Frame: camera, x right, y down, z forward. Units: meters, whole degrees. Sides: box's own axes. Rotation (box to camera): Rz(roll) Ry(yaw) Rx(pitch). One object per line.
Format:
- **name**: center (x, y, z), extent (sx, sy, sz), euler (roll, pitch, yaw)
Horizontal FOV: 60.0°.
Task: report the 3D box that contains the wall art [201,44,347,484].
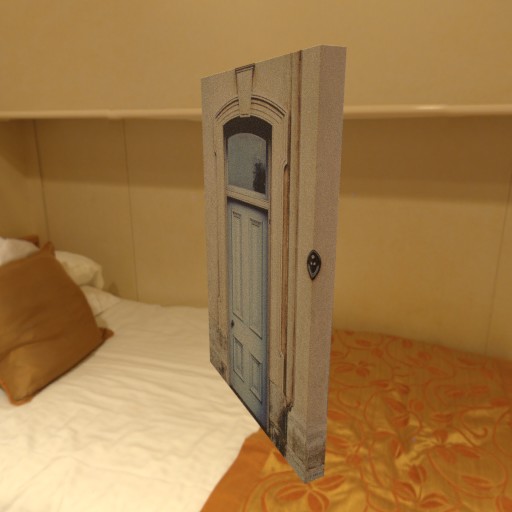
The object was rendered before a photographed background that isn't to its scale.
- **wall art**: center (0.000, 0.000, 0.765), extent (0.036, 0.607, 0.403), euler (-8, 18, -25)
